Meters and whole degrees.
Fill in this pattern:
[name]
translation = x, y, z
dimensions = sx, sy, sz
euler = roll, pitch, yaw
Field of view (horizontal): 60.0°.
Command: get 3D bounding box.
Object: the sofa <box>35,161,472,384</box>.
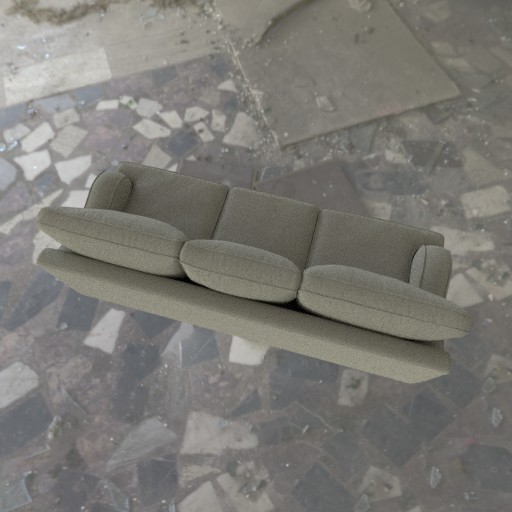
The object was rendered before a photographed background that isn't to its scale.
[sofa]
translation = 0.000, 0.000, 2.791
dimensions = 2.323, 0.997, 1.016
euler = 14, 63, 7
